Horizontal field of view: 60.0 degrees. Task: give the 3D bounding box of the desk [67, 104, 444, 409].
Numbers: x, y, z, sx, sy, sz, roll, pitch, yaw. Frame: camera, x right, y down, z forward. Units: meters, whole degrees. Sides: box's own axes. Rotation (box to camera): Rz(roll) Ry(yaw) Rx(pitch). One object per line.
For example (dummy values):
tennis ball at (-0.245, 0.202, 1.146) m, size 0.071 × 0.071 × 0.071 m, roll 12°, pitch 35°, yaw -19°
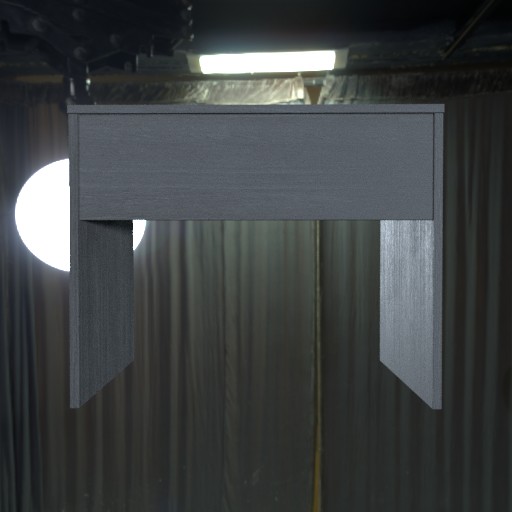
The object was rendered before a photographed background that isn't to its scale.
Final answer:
desk at (0.000, 0.000, 1.302) m, size 0.893 × 0.724 × 0.498 m, roll 0°, pitch 1°, yaw 0°
